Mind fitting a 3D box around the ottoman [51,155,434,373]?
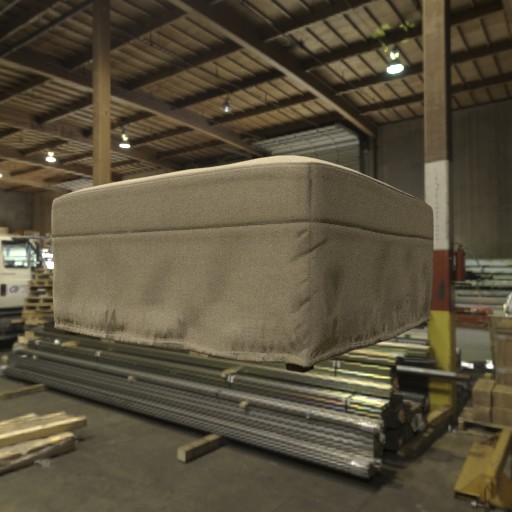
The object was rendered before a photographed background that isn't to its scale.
[{"bbox_3d":[0.000,0.000,1.321,0.840,0.436,0.843,-1,-1,35],"label":"ottoman"}]
